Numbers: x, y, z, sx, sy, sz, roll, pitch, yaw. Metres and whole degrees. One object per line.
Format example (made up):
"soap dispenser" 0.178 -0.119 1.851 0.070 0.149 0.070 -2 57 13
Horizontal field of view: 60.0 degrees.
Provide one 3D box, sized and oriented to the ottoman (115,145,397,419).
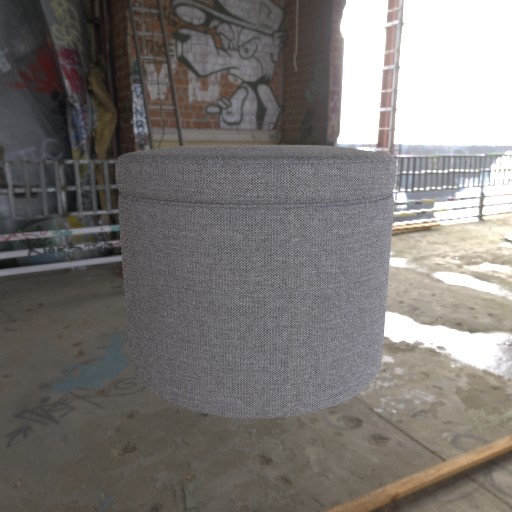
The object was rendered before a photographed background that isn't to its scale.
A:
"ottoman" 0.000 0.000 0.863 0.500 0.419 0.500 0 14 0
